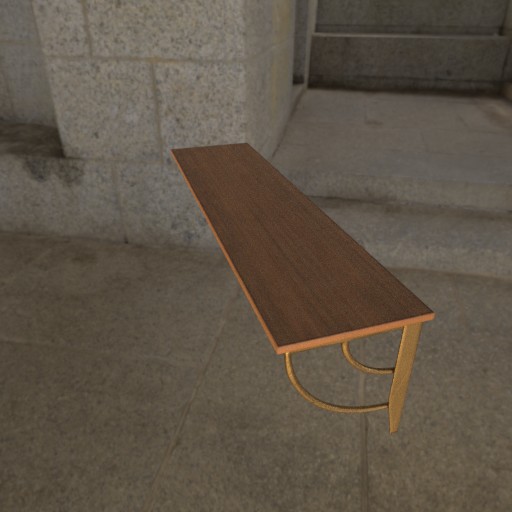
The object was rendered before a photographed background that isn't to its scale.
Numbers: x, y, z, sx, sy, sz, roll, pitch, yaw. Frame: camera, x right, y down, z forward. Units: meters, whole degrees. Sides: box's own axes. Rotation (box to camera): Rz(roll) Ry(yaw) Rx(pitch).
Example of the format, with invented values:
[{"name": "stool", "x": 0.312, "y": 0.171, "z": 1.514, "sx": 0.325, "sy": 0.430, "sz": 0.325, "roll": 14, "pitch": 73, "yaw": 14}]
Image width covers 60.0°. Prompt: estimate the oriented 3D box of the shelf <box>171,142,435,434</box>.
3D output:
[{"name": "shelf", "x": 0.000, "y": 0.000, "z": 0.724, "sx": 0.166, "sy": 0.190, "sz": 0.636, "roll": -9, "pitch": 31, "yaw": -15}]
